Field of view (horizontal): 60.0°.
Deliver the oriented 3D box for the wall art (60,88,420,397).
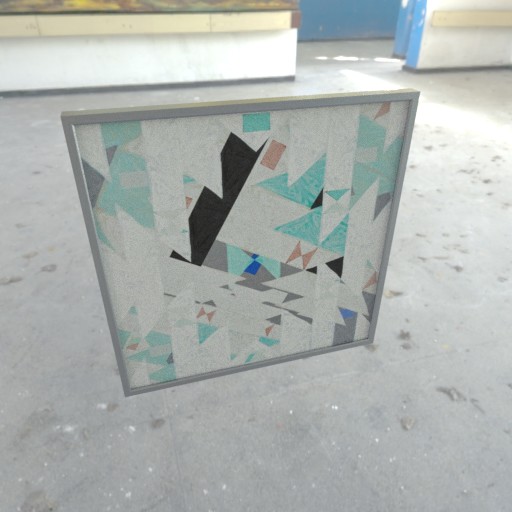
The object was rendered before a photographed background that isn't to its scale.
[{"bbox_3d":[0.000,0.000,1.190,0.806,0.806,0.038,-9,33,-14],"label":"wall art"}]
